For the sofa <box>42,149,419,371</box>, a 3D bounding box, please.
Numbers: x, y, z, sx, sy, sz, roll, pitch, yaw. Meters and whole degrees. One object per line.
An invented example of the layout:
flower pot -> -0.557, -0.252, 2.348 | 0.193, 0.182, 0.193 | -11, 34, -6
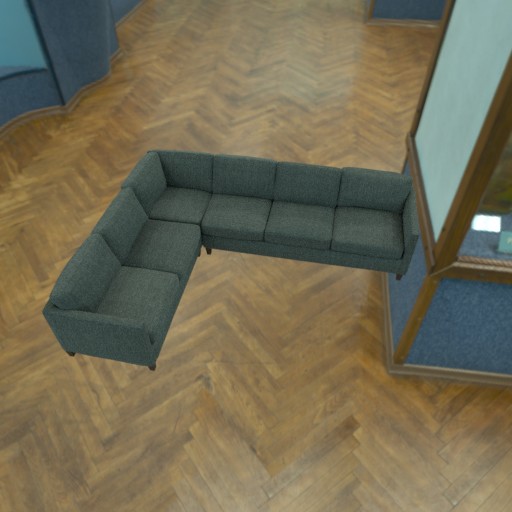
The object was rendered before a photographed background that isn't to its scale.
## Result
sofa -> 0.000, 0.000, 4.630 | 3.302, 0.947, 2.593 | 8, 46, 8
